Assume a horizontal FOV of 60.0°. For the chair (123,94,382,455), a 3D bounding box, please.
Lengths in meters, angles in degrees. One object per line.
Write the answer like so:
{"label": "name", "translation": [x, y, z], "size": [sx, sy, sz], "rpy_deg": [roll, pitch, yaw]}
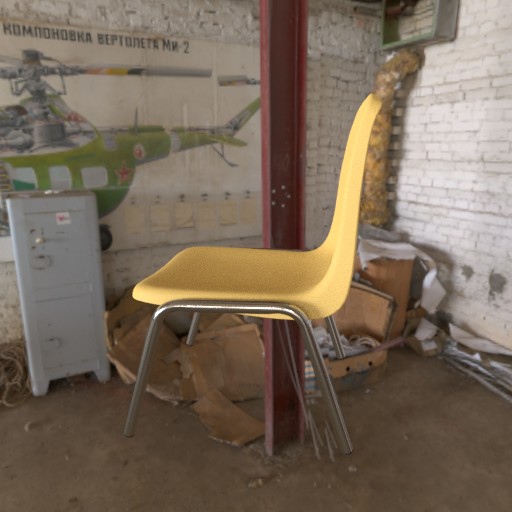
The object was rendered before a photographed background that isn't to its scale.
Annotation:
{"label": "chair", "translation": [0.000, 0.000, 0.791], "size": [0.385, 0.536, 0.354], "rpy_deg": [2, 15, 9]}
